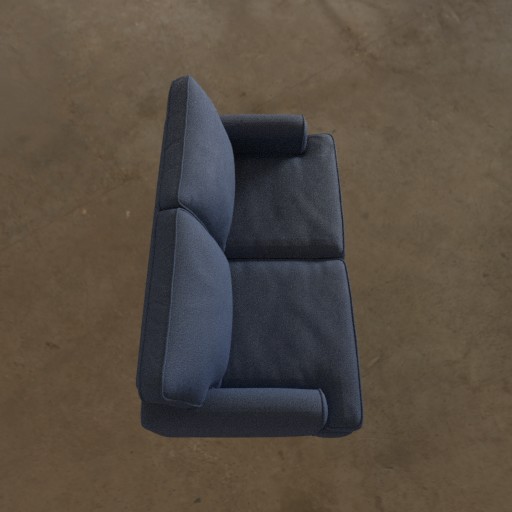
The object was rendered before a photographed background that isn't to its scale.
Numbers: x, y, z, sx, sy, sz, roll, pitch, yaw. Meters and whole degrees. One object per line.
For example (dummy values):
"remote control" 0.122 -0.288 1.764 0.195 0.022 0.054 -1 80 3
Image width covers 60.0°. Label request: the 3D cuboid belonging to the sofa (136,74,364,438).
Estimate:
"sofa" 0.000 0.000 2.214 0.965 0.965 1.651 0 64 0
